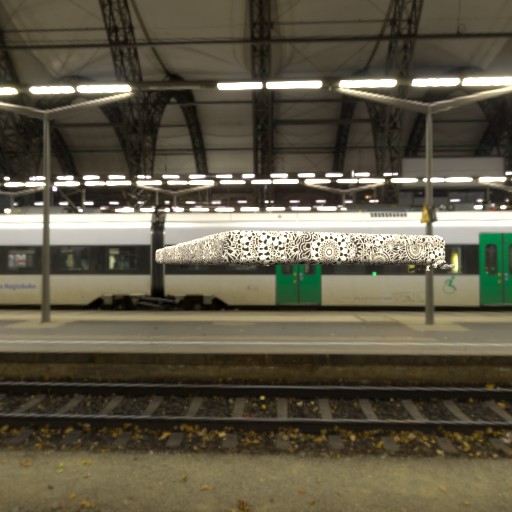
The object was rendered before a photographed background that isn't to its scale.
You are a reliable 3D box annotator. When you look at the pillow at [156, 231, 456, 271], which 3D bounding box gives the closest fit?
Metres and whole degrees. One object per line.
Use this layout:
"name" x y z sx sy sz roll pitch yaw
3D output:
"pillow" 0.000 0.000 1.351 0.492 0.081 1.187 0 -1 -18
